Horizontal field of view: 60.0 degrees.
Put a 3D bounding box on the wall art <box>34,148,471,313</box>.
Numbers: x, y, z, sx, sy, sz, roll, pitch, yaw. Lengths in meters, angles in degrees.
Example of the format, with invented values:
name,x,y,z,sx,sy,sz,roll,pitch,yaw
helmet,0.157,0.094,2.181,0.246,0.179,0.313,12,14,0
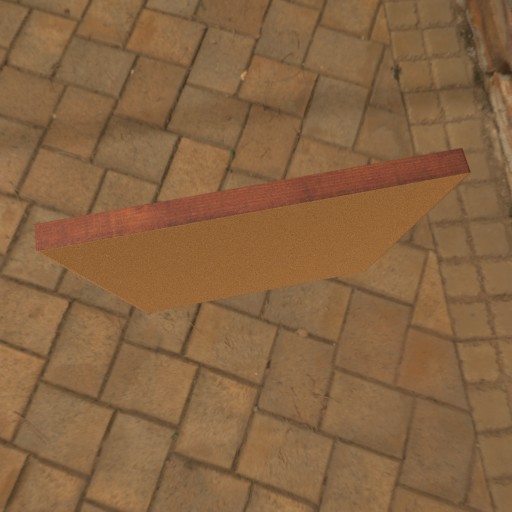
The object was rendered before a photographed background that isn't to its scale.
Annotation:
name,x,y,z,sx,sy,sz,roll,pitch,yaw
wall art,0.000,0.000,0.836,0.554,0.572,0.037,-10,75,-3
